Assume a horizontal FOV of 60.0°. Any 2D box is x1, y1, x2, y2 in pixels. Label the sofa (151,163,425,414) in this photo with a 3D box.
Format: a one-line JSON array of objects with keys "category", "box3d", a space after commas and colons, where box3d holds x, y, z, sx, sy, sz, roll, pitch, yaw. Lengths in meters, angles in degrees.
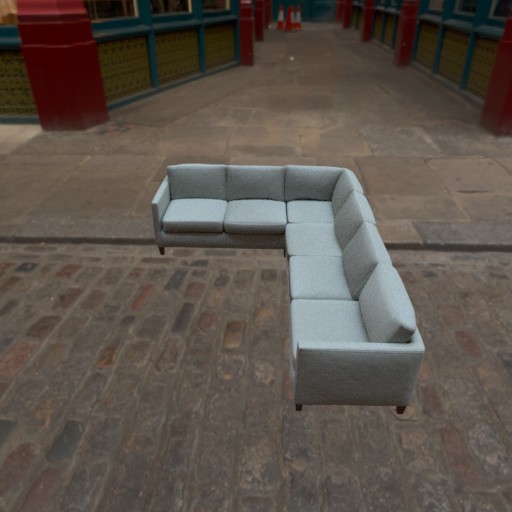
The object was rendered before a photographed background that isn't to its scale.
[{"category": "sofa", "box3d": [0.000, 0.000, 4.664, 2.592, 0.947, 3.301, 1, 32, 2]}]
